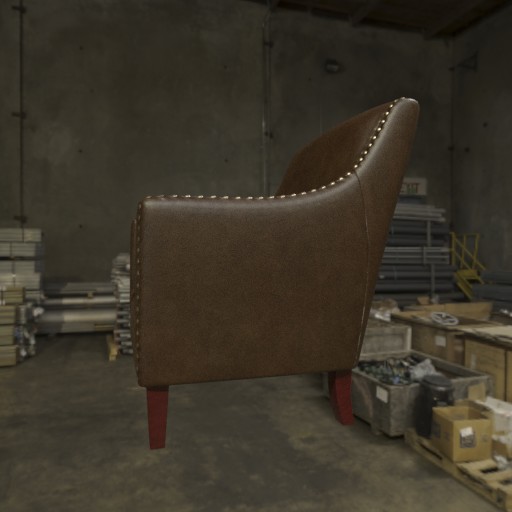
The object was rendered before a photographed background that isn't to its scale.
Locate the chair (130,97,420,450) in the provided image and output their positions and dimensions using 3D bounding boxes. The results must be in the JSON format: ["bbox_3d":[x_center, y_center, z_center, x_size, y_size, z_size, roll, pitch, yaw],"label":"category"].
[{"bbox_3d":[0.000,0.000,1.303,0.704,0.813,0.639,0,0,-17],"label":"chair"}]
